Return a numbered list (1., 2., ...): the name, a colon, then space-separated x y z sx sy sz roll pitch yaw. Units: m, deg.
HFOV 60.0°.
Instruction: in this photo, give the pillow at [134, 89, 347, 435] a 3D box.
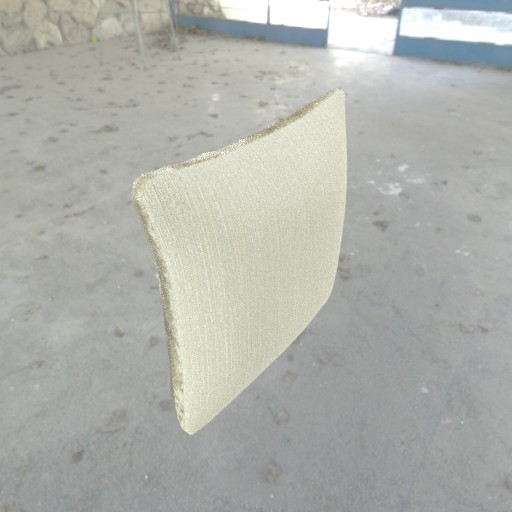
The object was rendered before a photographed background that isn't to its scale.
1. pillow: 0.000 0.000 0.835 0.216 0.525 0.538 22 40 29
